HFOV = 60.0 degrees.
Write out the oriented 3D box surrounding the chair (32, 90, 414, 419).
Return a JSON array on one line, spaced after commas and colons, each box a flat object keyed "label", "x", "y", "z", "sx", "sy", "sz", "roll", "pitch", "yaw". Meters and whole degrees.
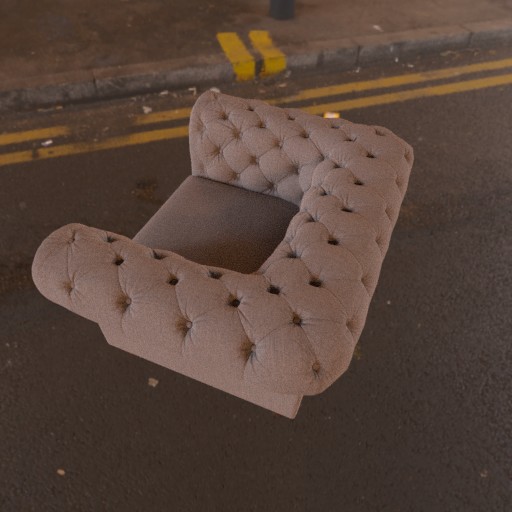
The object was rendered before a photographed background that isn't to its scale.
[{"label": "chair", "x": 0.000, "y": 0.000, "z": 1.810, "sx": 0.976, "sy": 0.770, "sz": 1.270, "roll": 17, "pitch": 49, "yaw": 16}]
